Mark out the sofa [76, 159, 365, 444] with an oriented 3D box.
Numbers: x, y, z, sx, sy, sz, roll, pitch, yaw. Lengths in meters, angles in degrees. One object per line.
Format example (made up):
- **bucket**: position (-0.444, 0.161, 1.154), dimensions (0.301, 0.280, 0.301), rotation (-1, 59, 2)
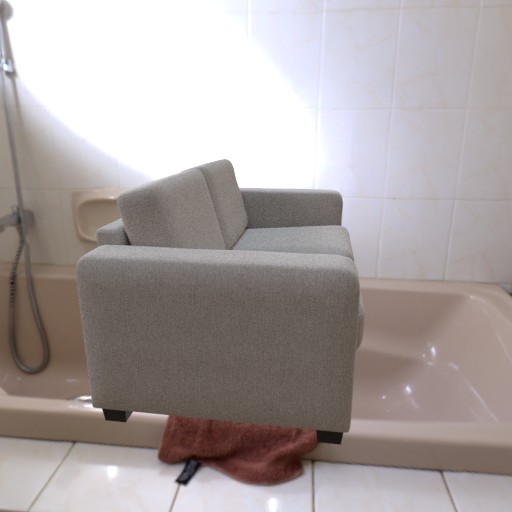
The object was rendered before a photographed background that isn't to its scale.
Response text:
- **sofa**: position (0.000, 0.000, 2.044), dimensions (0.900, 0.800, 1.540), rotation (3, 17, 8)
